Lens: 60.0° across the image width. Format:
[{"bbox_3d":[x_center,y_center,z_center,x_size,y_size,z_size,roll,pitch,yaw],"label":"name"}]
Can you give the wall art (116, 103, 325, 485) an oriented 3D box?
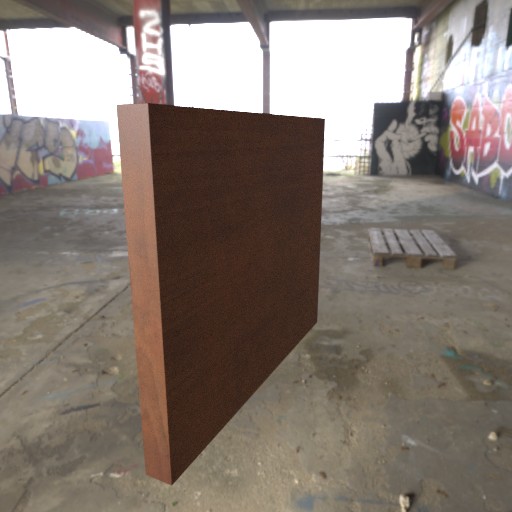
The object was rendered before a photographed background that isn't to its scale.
[{"bbox_3d":[0.000,0.000,0.536,0.030,0.328,0.401,8,17,26],"label":"wall art"}]
